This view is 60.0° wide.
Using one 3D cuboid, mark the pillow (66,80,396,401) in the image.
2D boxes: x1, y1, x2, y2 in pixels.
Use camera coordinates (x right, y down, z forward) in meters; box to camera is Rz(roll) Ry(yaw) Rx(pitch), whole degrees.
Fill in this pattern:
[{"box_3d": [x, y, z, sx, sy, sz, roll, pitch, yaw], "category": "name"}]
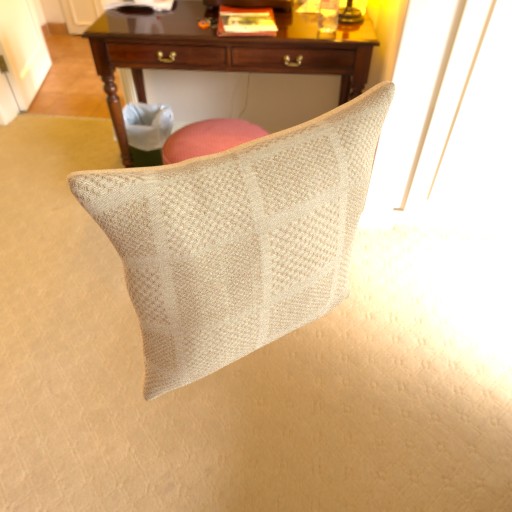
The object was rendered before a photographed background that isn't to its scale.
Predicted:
[{"box_3d": [0.000, 0.000, 0.662, 0.436, 0.432, 0.138, -23, 49, -22], "category": "pillow"}]
